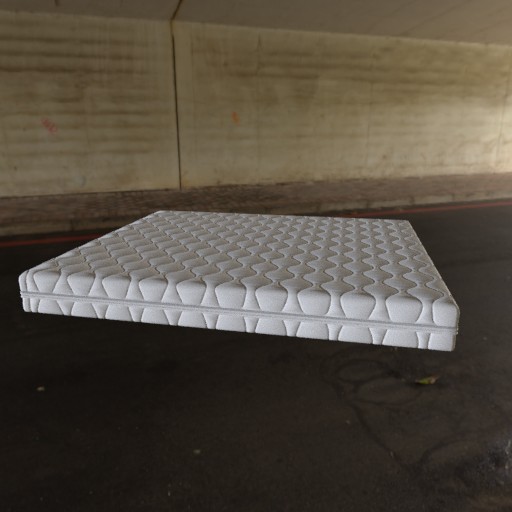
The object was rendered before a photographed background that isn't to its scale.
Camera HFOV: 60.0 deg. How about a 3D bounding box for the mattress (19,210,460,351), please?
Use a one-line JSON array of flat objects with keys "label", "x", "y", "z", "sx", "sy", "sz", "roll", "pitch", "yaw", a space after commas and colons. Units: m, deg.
[{"label": "mattress", "x": 0.000, "y": 0.000, "z": 2.606, "sx": 1.900, "sy": 0.200, "sz": 1.600, "roll": 3, "pitch": 17, "yaw": 11}]
